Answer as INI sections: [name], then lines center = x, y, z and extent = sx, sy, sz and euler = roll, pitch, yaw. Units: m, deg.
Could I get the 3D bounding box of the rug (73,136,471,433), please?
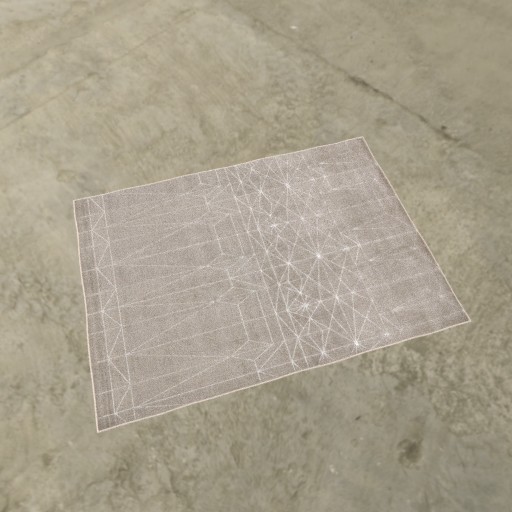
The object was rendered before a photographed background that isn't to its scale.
[rug]
center = 0.000, 0.000, 4.369
extent = 3.357, 0.019, 2.449
euler = -14, 60, -8
